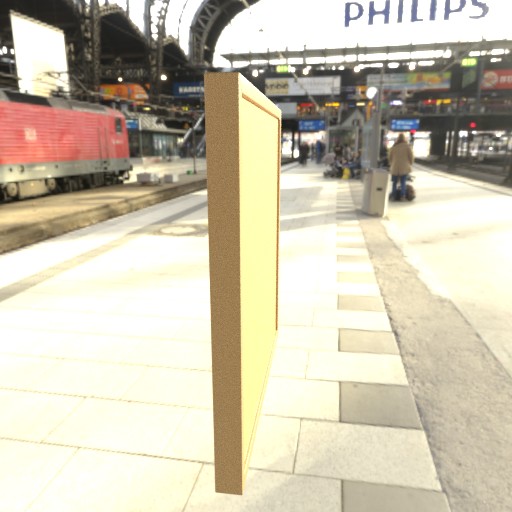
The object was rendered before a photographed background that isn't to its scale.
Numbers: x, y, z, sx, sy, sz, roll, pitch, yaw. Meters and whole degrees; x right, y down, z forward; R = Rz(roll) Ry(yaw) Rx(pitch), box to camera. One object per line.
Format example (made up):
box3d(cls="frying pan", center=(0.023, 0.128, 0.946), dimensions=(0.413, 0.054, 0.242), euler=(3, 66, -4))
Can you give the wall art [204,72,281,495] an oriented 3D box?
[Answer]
box3d(cls="wall art", center=(0.000, 0.000, 0.755), dimensions=(0.036, 0.509, 0.509), euler=(2, 14, 8))
